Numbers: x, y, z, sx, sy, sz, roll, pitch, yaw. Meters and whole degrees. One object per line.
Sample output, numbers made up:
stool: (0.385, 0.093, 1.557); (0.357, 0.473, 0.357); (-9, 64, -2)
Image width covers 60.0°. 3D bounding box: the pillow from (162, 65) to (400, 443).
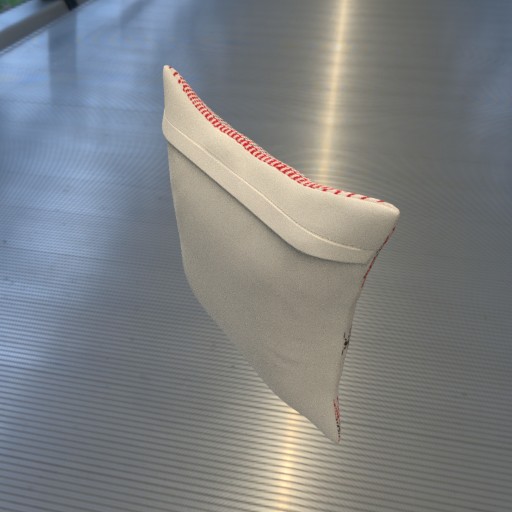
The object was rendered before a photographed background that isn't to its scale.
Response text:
pillow: (0.000, 0.000, 0.692); (0.160, 0.454, 0.463); (-25, 48, -26)
